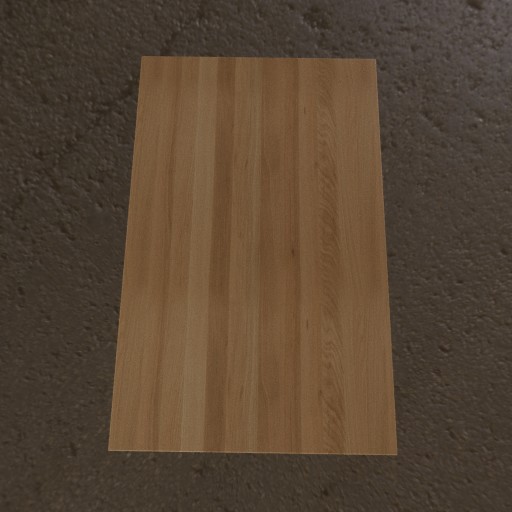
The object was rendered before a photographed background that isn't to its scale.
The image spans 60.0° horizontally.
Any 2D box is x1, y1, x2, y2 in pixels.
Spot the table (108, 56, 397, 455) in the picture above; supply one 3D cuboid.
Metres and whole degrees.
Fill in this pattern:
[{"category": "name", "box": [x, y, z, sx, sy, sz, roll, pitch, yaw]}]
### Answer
[{"category": "table", "box": [0.000, 0.000, 1.447, 0.700, 0.510, 1.100, 1, 77, 0]}]
